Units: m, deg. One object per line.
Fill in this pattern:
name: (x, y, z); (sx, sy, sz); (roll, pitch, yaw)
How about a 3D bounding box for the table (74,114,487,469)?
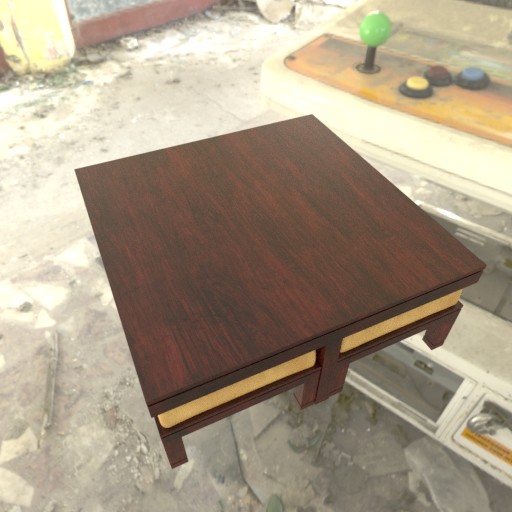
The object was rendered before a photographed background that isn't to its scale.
table: (0.000, 0.000, 1.377); (0.865, 0.356, 0.865); (-18, 48, -17)
